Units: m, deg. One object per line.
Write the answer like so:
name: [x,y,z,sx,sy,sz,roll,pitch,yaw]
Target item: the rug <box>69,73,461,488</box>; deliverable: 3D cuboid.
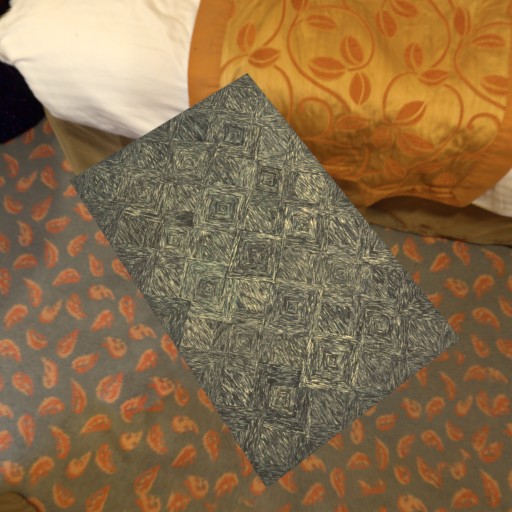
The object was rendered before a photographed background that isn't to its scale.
rug: [0.000,0.000,2.886,1.478,0.017,2.330,-34,78,-8]
